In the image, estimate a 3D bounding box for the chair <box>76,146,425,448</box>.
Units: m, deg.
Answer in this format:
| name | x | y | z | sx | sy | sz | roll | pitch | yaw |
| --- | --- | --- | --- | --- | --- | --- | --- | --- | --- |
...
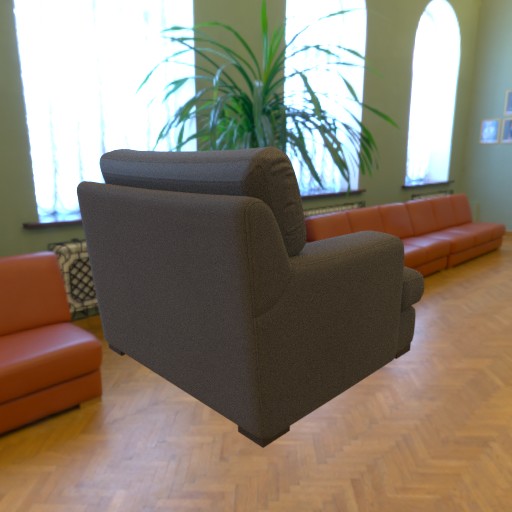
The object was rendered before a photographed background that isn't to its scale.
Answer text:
| name | x | y | z | sx | sy | sz | roll | pitch | yaw |
| --- | --- | --- | --- | --- | --- | --- | --- | --- | --- |
| chair | 0.000 | 0.000 | 1.992 | 1.143 | 0.940 | 1.168 | -13 | 18 | -43 |
